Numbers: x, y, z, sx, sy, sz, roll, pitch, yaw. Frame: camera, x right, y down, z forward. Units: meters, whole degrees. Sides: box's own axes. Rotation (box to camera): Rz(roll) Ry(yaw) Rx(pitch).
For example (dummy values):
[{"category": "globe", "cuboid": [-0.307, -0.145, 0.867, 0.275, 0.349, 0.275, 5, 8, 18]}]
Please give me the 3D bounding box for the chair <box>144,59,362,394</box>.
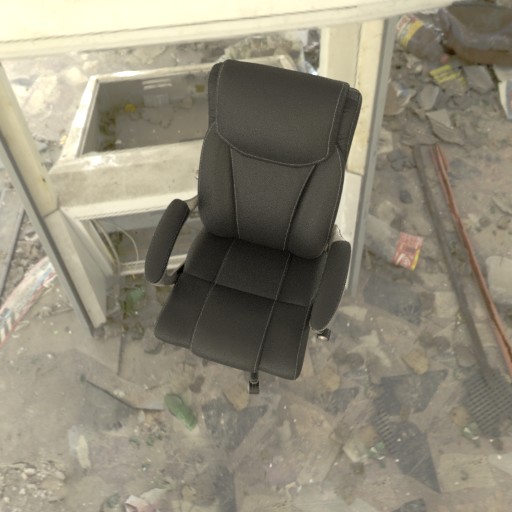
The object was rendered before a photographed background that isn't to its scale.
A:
[{"category": "chair", "cuboid": [0.000, 0.000, 1.687, 0.741, 1.167, 0.784, 15, 61, 9]}]
